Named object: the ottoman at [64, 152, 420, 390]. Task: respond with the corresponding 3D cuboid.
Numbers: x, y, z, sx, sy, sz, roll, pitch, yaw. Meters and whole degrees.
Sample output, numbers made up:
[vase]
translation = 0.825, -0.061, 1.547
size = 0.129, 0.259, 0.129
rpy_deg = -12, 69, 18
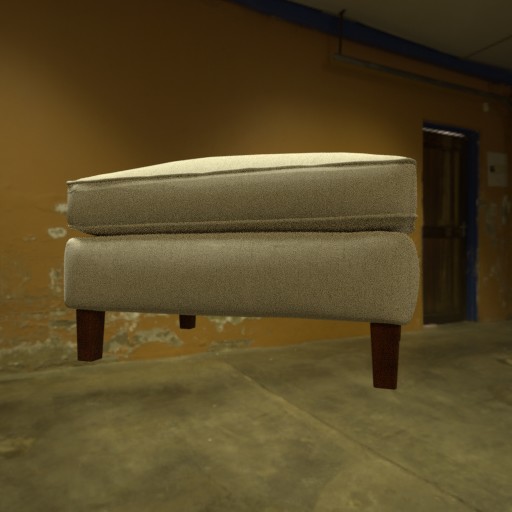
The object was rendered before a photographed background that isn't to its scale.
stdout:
[ottoman]
translation = 0.000, 0.000, 0.970
size = 0.665, 0.406, 0.501
rpy_deg = 0, 0, 19
